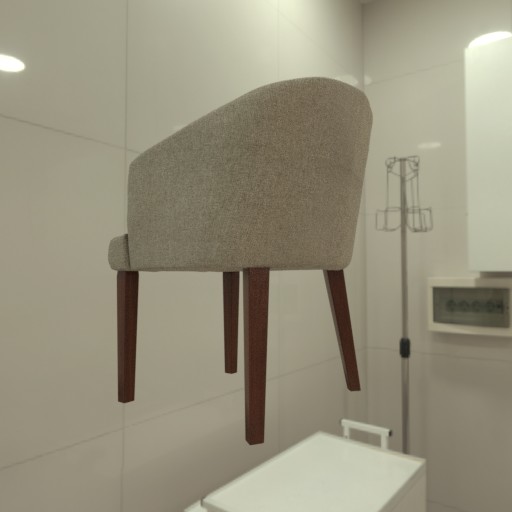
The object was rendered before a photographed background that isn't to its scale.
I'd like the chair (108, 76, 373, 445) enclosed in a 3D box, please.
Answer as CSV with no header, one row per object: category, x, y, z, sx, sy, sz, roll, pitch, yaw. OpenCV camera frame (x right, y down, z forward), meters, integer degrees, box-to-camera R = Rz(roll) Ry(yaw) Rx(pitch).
chair,0.000,0.000,1.261,0.655,0.811,0.583,-2,-3,36
